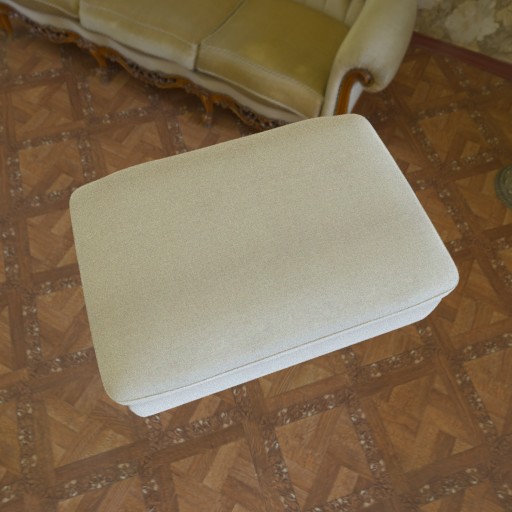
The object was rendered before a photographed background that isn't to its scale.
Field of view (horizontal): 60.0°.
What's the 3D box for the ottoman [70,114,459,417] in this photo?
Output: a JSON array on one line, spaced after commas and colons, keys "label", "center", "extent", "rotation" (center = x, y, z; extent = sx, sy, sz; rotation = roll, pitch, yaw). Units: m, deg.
[{"label": "ottoman", "center": [0.000, 0.000, 1.386], "extent": [0.984, 0.453, 0.686], "rotation": [-17, 65, -8]}]
